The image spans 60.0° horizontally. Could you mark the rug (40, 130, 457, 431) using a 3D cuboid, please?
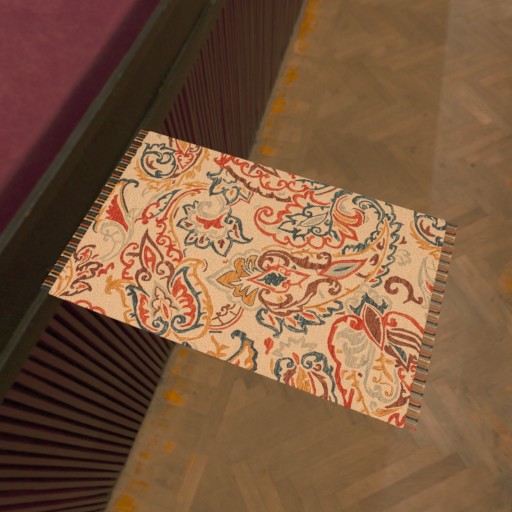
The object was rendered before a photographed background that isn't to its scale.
[{"bbox_3d":[0.000,0.000,3.133,2.584,0.010,1.523,19,65,9],"label":"rug"}]
